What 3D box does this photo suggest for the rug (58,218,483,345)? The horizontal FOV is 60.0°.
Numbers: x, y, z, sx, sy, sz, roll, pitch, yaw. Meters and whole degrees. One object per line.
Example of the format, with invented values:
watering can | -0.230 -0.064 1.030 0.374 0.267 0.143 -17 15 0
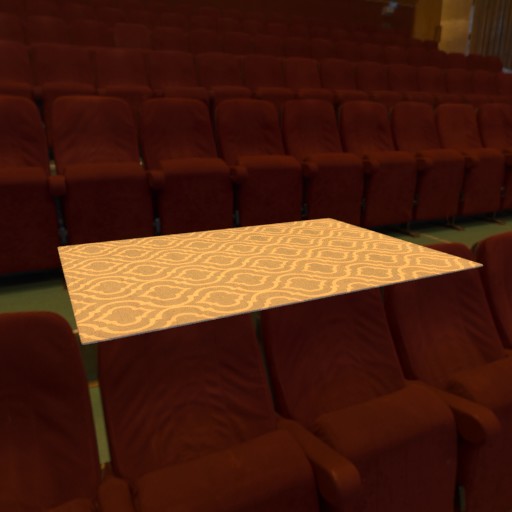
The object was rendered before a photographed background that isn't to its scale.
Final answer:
rug | 0.000 0.000 2.619 2.080 0.010 1.451 -8 18 -25
